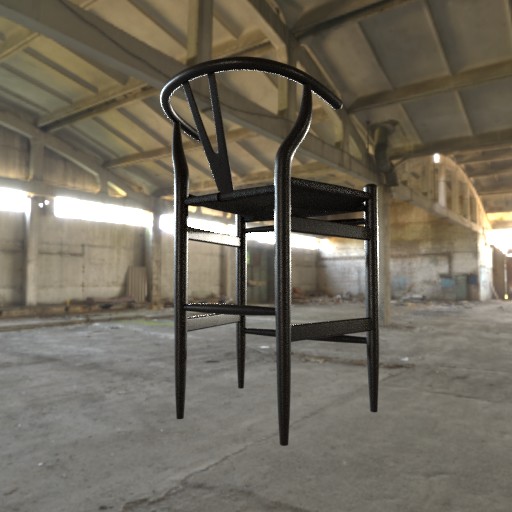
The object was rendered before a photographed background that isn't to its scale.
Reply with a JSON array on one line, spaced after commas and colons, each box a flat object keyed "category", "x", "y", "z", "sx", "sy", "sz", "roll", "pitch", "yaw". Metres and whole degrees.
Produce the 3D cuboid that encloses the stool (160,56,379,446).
[{"category": "stool", "x": 0.000, "y": 0.000, "z": 1.354, "sx": 0.569, "sy": 0.970, "sz": 0.579, "roll": -2, "pitch": -4, "yaw": 36}]
